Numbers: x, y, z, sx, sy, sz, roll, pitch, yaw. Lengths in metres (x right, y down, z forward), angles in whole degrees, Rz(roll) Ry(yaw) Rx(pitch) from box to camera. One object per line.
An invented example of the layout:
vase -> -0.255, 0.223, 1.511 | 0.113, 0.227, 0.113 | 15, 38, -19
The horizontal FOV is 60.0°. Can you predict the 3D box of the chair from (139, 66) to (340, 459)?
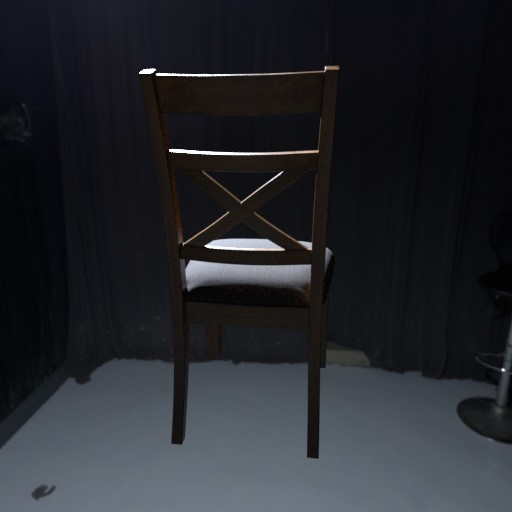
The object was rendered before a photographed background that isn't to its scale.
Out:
chair -> 0.000, 0.000, 1.280 | 0.470, 0.949, 0.581 | 2, 16, 8
